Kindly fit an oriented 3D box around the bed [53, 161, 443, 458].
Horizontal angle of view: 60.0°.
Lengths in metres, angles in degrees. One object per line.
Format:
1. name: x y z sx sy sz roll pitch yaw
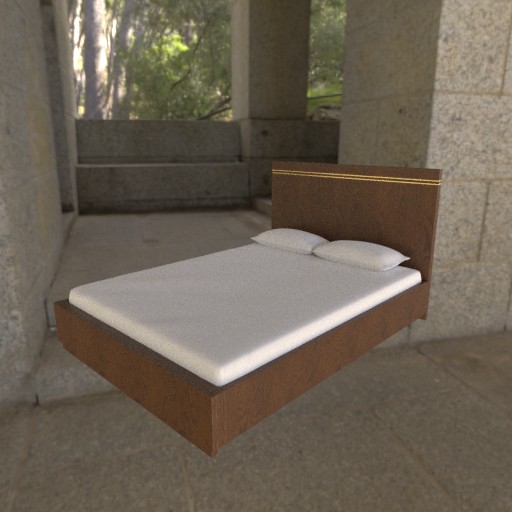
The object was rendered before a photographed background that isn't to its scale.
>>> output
1. bed: 0.000 0.000 3.121 1.613 1.169 2.221 14 20 42
